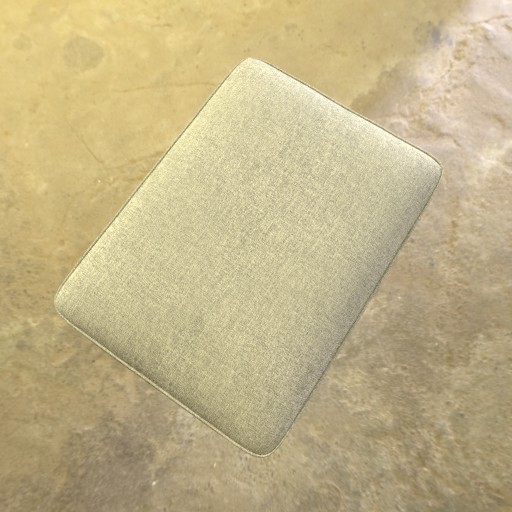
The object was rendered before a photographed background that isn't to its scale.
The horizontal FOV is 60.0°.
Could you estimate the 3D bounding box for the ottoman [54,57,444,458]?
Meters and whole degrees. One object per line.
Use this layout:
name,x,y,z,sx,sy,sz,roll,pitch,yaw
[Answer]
ottoman,0.000,0.000,1.324,0.661,0.561,0.889,33,78,8
